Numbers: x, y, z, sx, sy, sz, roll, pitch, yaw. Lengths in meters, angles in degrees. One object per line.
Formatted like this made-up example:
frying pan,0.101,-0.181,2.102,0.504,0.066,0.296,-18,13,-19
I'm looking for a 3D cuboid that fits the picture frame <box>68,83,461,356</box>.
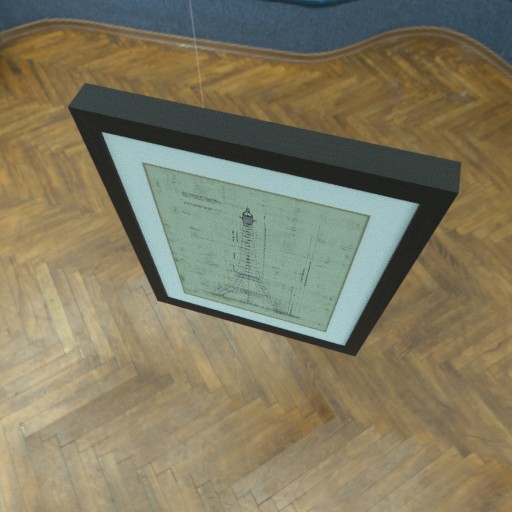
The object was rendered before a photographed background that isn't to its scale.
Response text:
picture frame,0.000,0.000,0.743,0.452,0.555,0.044,14,61,8
